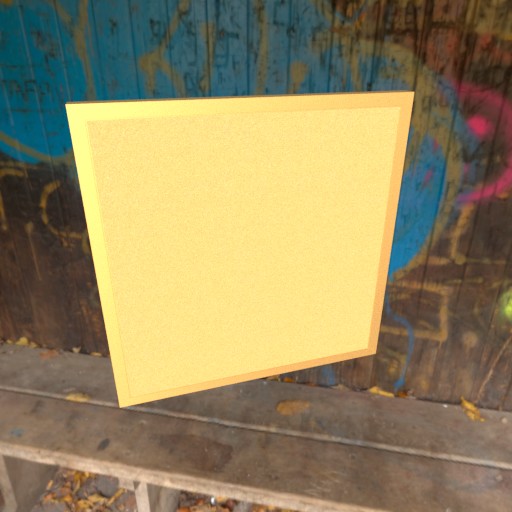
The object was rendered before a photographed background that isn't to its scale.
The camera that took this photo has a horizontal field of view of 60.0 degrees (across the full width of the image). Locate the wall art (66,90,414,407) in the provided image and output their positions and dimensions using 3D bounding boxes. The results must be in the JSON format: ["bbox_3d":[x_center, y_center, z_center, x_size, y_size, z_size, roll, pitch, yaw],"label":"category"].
[{"bbox_3d":[0.000,0.000,2.828,1.926,1.926,0.099,-8,27,-15],"label":"wall art"}]
